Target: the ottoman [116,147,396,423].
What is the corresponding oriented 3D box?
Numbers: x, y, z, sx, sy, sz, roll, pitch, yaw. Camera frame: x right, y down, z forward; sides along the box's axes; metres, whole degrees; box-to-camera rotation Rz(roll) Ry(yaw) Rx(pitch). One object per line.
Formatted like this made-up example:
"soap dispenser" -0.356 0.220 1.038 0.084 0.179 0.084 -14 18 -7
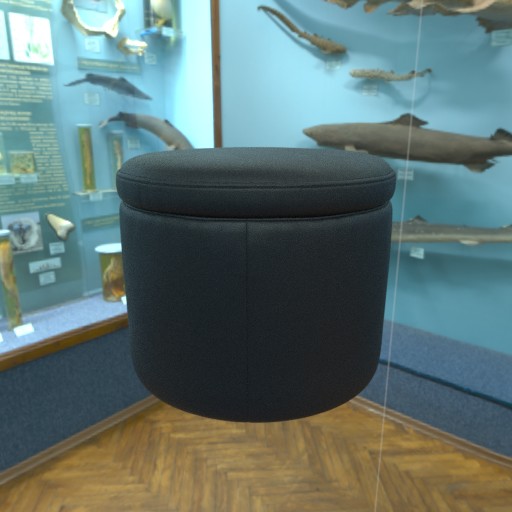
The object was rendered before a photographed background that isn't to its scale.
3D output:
"ottoman" 0.000 0.000 0.870 0.501 0.409 0.501 0 16 0
